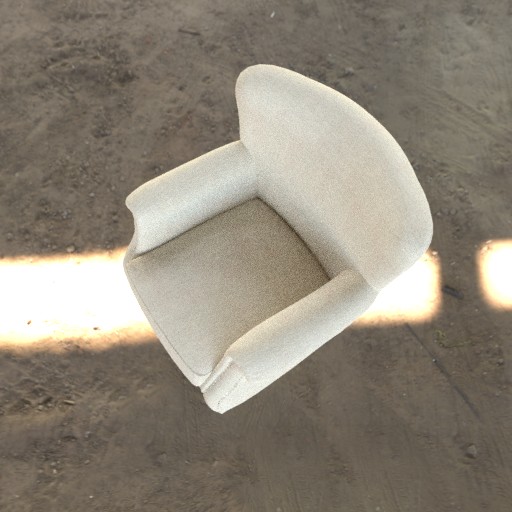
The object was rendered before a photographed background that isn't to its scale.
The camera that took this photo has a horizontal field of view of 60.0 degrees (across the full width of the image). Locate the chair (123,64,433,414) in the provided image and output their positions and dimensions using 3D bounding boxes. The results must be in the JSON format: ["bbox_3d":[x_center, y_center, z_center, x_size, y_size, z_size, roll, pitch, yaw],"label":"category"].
[{"bbox_3d":[0.000,0.000,1.670,0.921,0.936,0.861,-32,68,-15],"label":"chair"}]
